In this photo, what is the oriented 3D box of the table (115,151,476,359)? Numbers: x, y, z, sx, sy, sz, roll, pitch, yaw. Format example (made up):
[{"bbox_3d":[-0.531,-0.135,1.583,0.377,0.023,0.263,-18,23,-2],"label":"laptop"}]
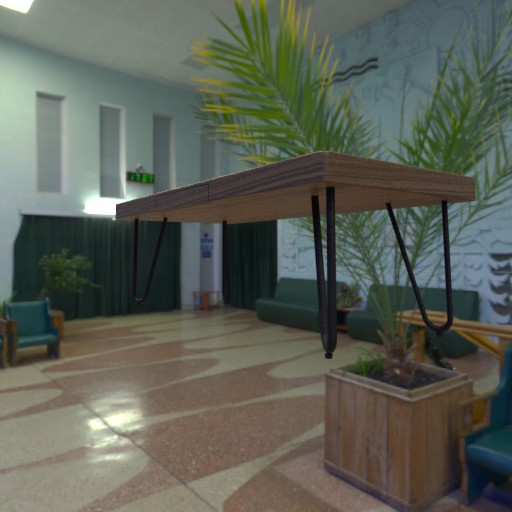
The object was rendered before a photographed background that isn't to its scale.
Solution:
[{"bbox_3d":[0.000,0.000,1.683,0.637,0.468,1.375,0,1,-36],"label":"table"}]
